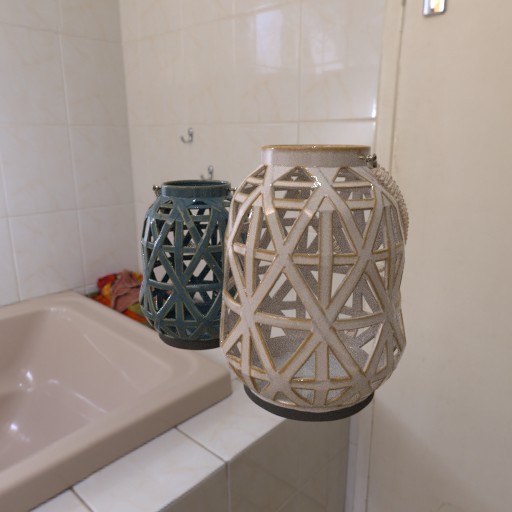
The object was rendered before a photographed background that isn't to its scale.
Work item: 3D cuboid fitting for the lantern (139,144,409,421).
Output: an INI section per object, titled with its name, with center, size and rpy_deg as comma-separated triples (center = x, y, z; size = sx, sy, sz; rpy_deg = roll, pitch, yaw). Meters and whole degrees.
[lantern]
center = 0.000, 0.000, 0.628
size = 0.439, 0.307, 0.245
rpy_deg = 14, 21, 43
